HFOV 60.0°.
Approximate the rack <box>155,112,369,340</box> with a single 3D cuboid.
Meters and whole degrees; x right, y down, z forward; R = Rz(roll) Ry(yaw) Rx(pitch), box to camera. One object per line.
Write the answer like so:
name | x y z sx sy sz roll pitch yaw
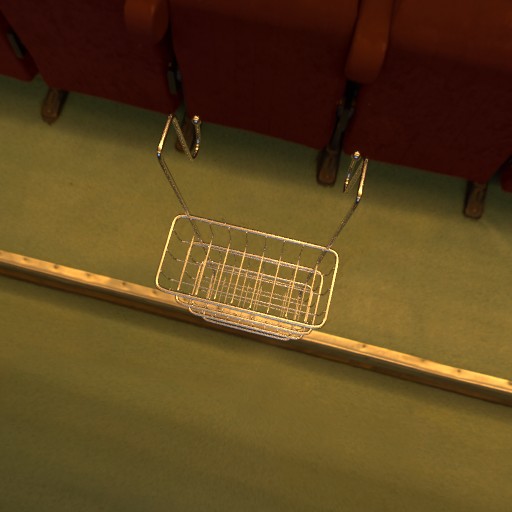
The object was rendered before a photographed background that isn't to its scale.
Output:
rack | 0.000 0.000 0.688 0.228 0.574 0.202 13 76 3
